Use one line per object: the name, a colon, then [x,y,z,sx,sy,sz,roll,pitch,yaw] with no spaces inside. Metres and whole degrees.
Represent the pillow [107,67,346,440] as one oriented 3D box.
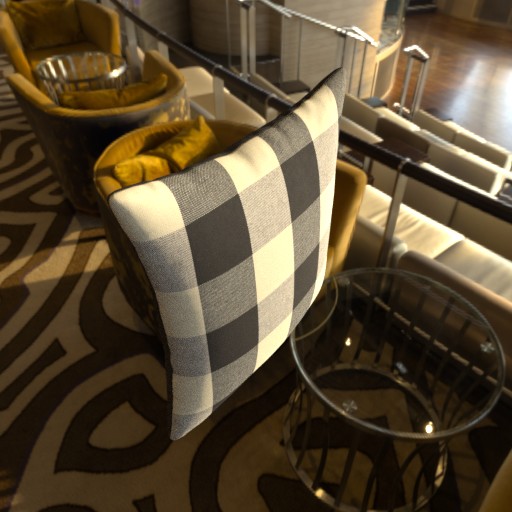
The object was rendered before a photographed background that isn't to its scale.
pillow: [0.000,0.000,0.773,0.161,0.509,0.511,26,47,27]
